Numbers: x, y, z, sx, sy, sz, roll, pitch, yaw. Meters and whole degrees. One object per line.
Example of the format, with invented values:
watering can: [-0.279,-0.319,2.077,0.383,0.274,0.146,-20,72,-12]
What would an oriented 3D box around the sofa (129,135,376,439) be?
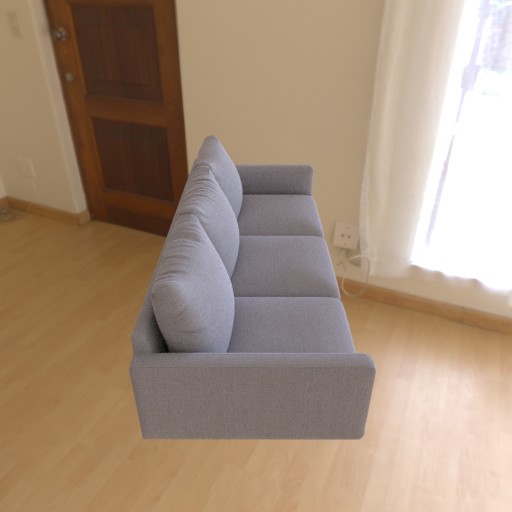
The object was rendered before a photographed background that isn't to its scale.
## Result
sofa: [0.000,0.000,2.402,0.850,0.830,2.000,0,31,0]
